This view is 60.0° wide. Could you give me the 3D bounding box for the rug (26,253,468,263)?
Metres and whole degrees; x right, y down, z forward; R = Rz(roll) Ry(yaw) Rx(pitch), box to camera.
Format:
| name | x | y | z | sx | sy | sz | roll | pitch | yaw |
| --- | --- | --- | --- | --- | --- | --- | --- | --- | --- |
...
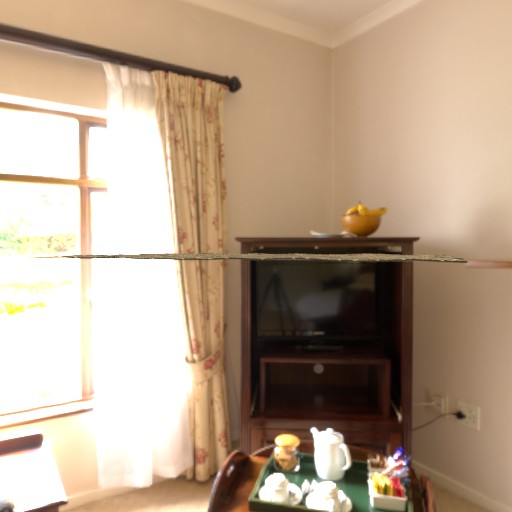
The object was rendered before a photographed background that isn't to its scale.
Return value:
| name | x | y | z | sx | sy | sz | roll | pitch | yaw |
| --- | --- | --- | --- | --- | --- | --- | --- | --- | --- |
| rug | 0.000 | 0.000 | 3.036 | 2.448 | 0.017 | 1.529 | 0 | 1 | 18 |
